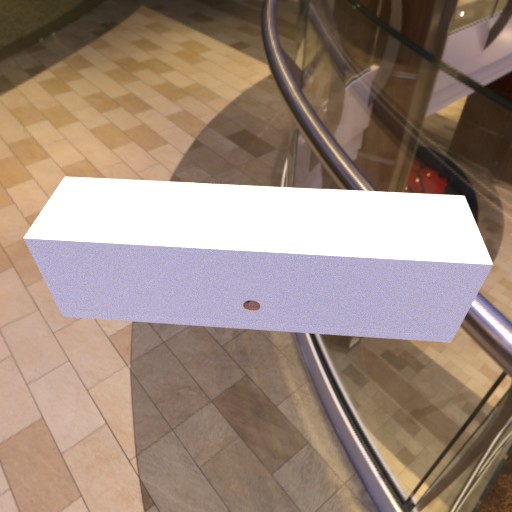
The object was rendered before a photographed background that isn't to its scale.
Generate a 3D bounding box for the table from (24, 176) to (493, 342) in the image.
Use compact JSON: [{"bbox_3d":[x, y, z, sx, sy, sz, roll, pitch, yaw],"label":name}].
[{"bbox_3d":[0.000,0.000,1.754,1.550,0.440,0.400,3,45,3],"label":"table"}]
